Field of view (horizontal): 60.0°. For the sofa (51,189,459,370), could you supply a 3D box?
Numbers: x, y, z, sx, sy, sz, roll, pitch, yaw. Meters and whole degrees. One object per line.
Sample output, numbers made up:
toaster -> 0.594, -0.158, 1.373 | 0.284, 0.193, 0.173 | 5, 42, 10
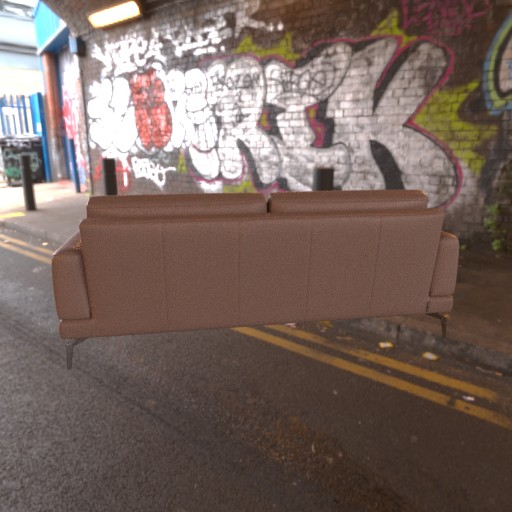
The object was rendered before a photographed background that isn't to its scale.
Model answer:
sofa -> 0.000, 0.000, 2.461 | 1.940, 0.765, 0.974 | -3, 15, -10
